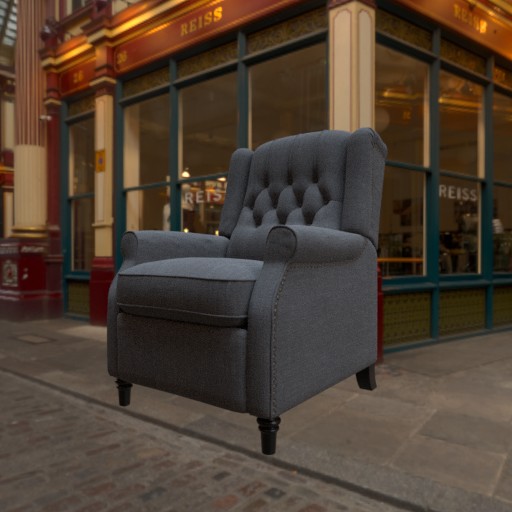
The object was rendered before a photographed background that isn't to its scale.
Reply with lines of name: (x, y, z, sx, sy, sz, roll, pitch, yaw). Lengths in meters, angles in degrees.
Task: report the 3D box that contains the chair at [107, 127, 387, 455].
chair: (0.000, 0.000, 1.633, 0.742, 1.035, 0.898, 1, 1, 36)
